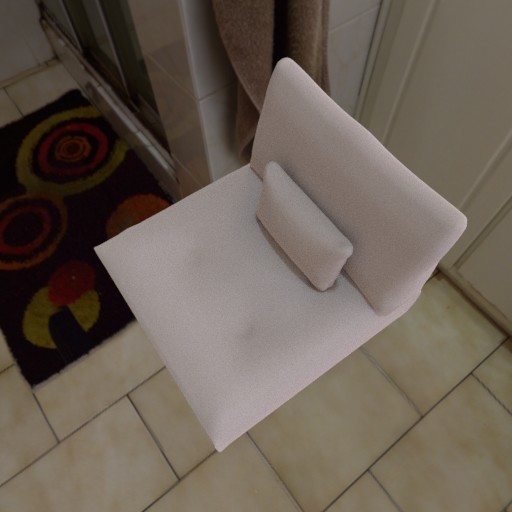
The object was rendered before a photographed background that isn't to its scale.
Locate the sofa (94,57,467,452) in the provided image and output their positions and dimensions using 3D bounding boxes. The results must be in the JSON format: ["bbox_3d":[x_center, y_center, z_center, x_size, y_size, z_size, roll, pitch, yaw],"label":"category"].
[{"bbox_3d":[0.000,0.000,1.703,1.000,0.828,0.935,-32,67,-16],"label":"sofa"}]
